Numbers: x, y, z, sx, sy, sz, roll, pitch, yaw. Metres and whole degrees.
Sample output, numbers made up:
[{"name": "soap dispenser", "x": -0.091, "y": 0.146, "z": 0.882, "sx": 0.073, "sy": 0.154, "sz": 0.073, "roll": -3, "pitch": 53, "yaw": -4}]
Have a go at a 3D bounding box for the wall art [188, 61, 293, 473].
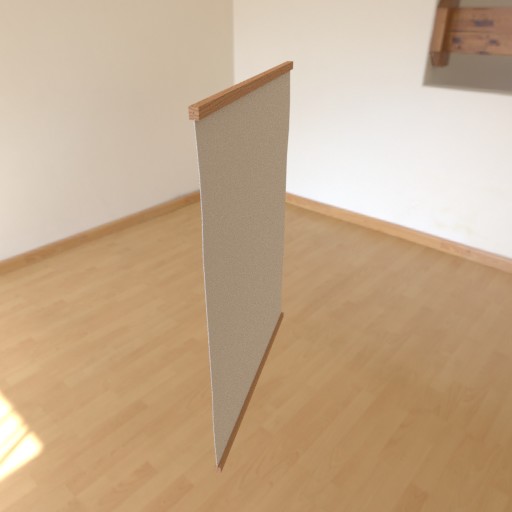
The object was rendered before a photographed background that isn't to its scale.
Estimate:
[{"name": "wall art", "x": 0.000, "y": 0.000, "z": 0.803, "sx": 0.011, "sy": 0.605, "sz": 0.458, "roll": 8, "pitch": 30, "yaw": 14}]
